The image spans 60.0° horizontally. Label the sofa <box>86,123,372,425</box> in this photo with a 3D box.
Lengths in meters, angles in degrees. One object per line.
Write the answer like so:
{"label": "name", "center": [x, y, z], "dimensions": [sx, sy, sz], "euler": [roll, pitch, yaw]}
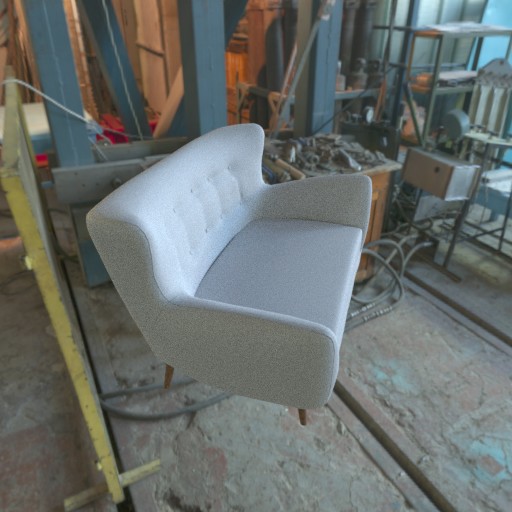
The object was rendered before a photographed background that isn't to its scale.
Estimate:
{"label": "sofa", "center": [0.000, 0.000, 2.026], "dimensions": [0.921, 0.878, 1.424], "euler": [9, 31, 15]}
